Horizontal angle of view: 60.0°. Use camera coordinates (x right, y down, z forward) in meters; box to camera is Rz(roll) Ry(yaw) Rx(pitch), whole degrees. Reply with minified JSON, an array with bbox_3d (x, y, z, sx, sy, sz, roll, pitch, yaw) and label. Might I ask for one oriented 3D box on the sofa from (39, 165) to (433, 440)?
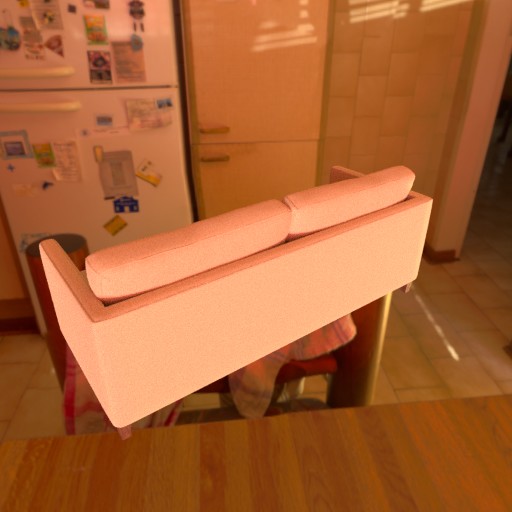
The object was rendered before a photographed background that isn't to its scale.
[{"bbox_3d":[0.000,0.000,2.871,2.361,0.968,0.951,-20,35,-31],"label":"sofa"}]
